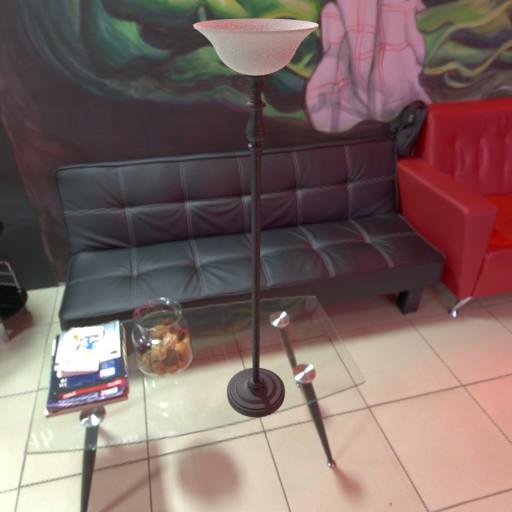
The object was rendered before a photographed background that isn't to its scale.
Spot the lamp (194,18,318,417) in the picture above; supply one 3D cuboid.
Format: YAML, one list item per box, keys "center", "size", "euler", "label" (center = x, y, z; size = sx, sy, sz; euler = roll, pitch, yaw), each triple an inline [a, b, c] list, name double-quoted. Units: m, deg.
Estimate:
- center: [0.000, 0.000, 1.931]
  size: [0.405, 1.797, 0.405]
  euler: [10, 34, 15]
  label: "lamp"
